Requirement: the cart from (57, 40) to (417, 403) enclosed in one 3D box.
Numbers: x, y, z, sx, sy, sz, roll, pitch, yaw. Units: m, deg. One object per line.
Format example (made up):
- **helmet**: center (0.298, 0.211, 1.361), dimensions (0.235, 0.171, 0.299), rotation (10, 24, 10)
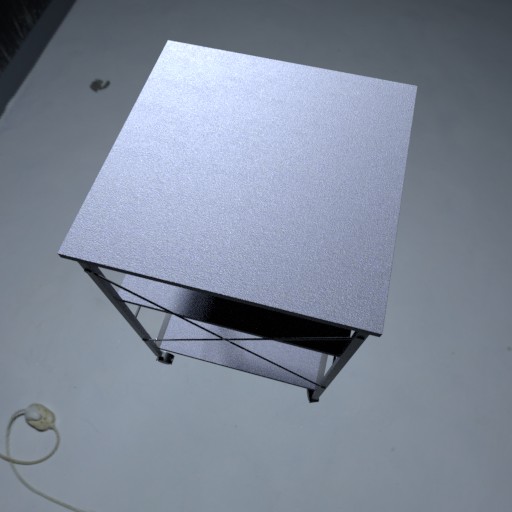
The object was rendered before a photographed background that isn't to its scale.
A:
- **cart**: center (0.000, 0.000, 1.131), dimensions (0.521, 0.762, 0.520), rotation (13, 64, 7)
